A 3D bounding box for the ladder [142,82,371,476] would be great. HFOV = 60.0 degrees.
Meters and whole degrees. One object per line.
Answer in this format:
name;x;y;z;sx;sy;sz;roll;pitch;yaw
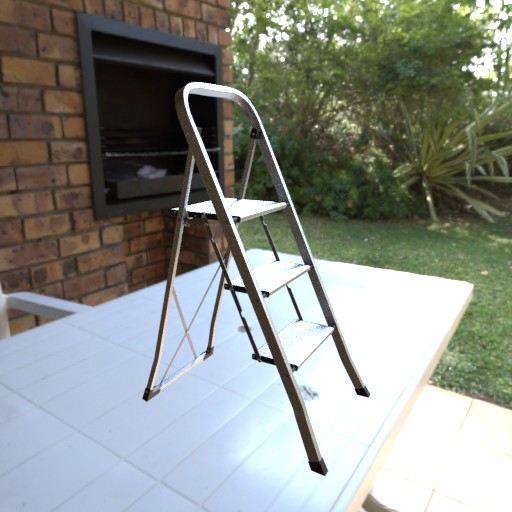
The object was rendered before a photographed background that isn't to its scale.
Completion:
ladder;0.000;0.000;1.456;0.704;1.070;0.465;8;17;28
